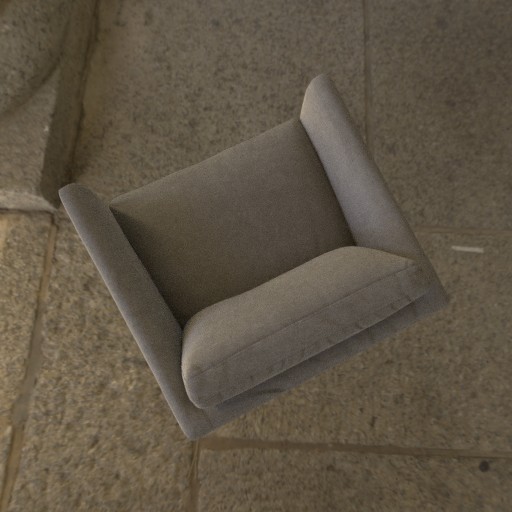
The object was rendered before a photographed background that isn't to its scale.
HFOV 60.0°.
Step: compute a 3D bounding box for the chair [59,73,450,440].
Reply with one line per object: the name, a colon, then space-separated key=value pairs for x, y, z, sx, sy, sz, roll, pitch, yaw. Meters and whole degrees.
chair: x=0.000 y=0.000 z=1.878 sx=1.190 sy=0.845 sz=1.091 roll=-26 pitch=76 yaw=-7
